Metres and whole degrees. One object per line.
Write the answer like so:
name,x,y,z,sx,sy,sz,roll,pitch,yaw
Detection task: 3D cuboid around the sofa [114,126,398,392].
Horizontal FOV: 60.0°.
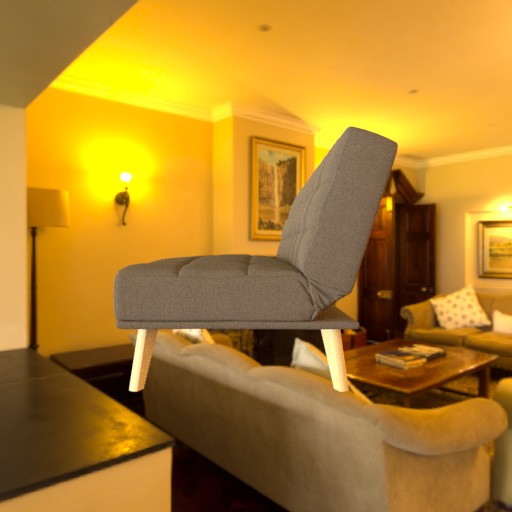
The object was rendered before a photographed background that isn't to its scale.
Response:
sofa,0.000,0.000,2.211,0.860,0.810,1.800,0,1,0
